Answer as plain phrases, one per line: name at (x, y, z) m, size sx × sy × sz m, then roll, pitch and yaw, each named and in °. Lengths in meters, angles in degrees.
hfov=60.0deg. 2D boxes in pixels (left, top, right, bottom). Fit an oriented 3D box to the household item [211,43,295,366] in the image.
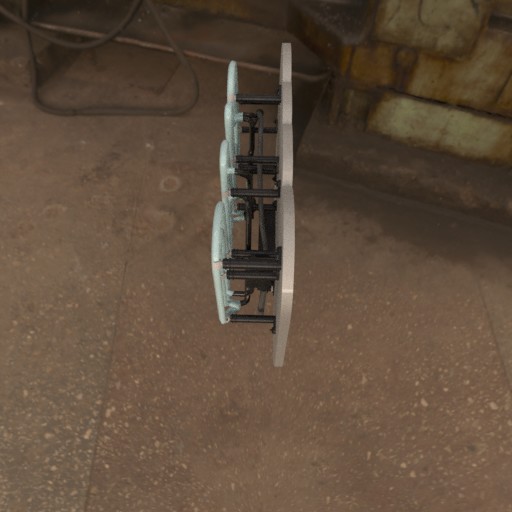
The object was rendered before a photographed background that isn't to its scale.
household item at (0.000, 0.000, 0.381) m, size 0.042 × 0.294 × 0.211 m, roll 1°, pitch 58°, yaw 1°
